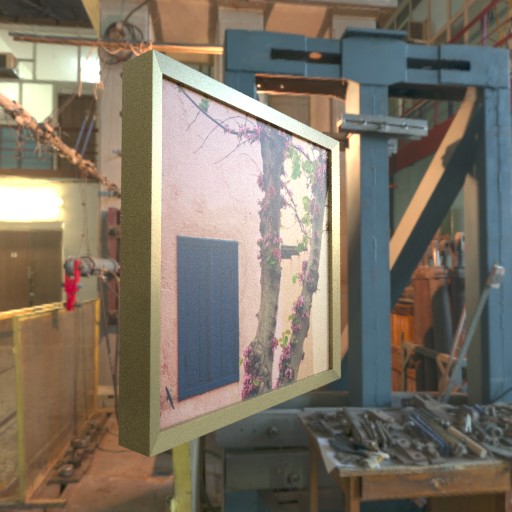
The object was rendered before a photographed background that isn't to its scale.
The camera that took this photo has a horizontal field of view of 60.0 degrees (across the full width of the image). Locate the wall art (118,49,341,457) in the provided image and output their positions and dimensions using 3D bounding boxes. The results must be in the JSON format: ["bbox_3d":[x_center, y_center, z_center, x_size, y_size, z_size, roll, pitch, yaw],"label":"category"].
[{"bbox_3d":[0.000,0.000,0.462,0.038,0.305,0.304,-2,-2,38],"label":"wall art"}]
